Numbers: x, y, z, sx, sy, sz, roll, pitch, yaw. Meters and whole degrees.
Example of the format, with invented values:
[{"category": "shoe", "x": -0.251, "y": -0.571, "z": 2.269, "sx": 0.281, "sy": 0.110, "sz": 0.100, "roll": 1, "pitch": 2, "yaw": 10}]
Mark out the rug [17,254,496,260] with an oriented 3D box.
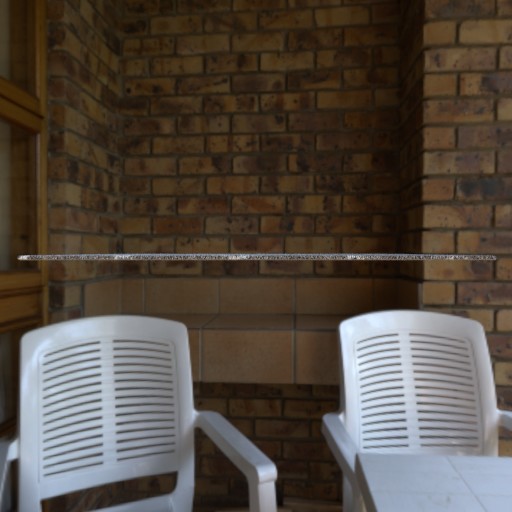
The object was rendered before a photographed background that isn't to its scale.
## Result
[{"category": "rug", "x": 0.000, "y": 0.000, "z": 4.011, "sx": 3.047, "sy": 0.029, "sz": 2.438, "roll": 0, "pitch": 1, "yaw": -1}]
